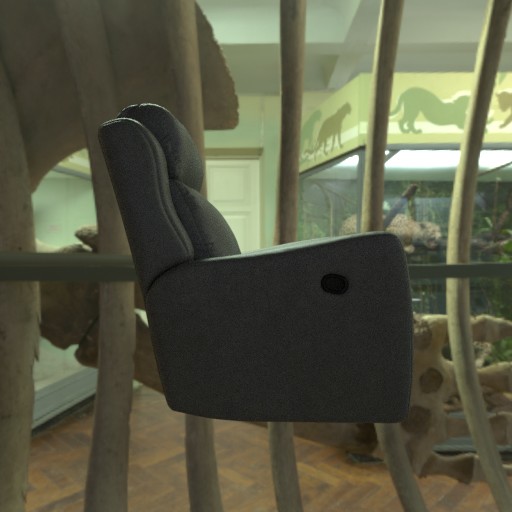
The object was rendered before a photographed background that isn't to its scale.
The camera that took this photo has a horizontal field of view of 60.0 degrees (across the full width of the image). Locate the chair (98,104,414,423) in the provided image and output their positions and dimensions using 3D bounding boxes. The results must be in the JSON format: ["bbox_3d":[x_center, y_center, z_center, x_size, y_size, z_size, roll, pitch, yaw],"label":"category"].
[{"bbox_3d":[0.000,0.000,1.896,1.068,1.116,0.965,0,1,0],"label":"chair"}]
